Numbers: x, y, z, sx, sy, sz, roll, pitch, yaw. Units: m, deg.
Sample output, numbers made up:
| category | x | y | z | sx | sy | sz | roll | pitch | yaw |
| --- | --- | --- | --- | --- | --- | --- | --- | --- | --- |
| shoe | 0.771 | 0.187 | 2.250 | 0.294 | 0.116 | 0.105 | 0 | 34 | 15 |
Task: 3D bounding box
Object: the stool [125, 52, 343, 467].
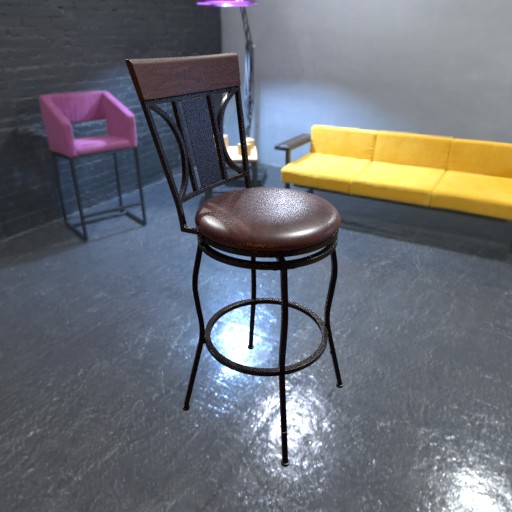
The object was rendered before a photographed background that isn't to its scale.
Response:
| category | x | y | z | sx | sy | sz | roll | pitch | yaw |
| --- | --- | --- | --- | --- | --- | --- | --- | --- | --- |
| stool | 0.000 | 0.000 | 1.384 | 0.513 | 1.130 | 0.448 | 17 | 31 | 30 |
